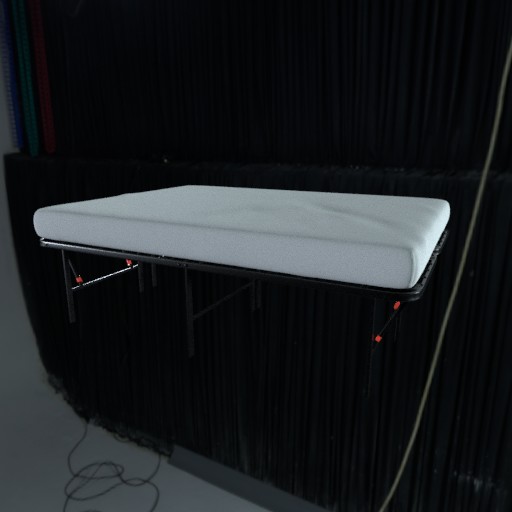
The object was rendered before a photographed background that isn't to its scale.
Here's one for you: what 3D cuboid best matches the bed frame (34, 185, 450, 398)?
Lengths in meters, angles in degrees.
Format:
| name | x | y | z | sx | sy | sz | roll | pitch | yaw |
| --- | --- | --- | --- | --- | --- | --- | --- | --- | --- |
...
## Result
| name | x | y | z | sx | sy | sz | roll | pitch | yaw |
| --- | --- | --- | --- | --- | --- | --- | --- | --- | --- |
| bed frame | 0.000 | 0.000 | 2.497 | 1.905 | 0.637 | 1.372 | 7 | 16 | 26 |
